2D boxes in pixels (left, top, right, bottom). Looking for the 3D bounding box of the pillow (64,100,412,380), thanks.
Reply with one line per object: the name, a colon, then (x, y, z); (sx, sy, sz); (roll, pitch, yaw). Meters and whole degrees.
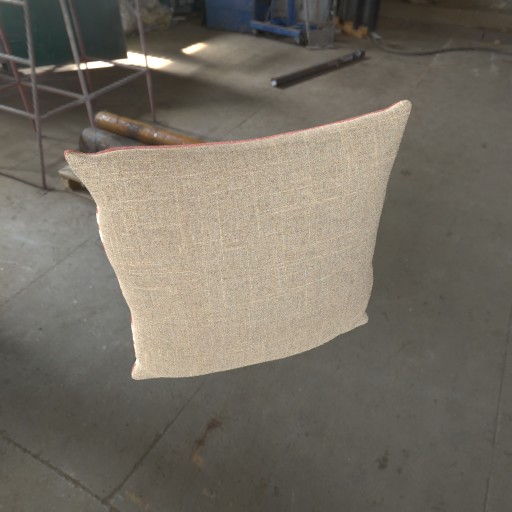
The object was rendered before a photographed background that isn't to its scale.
pillow: (0.000, 0.000, 0.663); (0.439, 0.427, 0.182); (-11, 42, -13)
